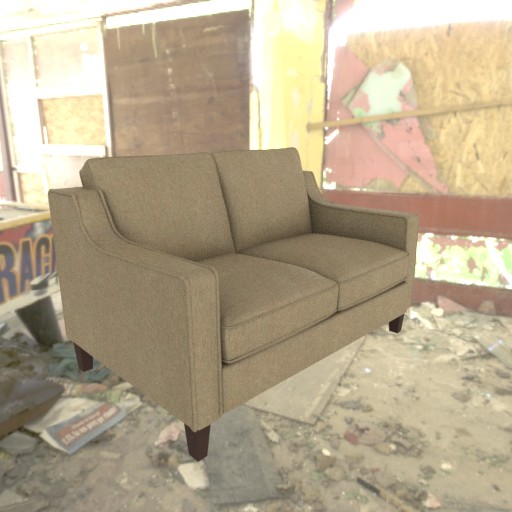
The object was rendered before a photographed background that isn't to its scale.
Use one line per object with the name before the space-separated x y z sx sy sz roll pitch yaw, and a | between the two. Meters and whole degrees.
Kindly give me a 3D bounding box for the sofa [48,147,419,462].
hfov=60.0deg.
sofa | 0.000 0.000 2.124 0.985 0.981 1.503 14 21 42
